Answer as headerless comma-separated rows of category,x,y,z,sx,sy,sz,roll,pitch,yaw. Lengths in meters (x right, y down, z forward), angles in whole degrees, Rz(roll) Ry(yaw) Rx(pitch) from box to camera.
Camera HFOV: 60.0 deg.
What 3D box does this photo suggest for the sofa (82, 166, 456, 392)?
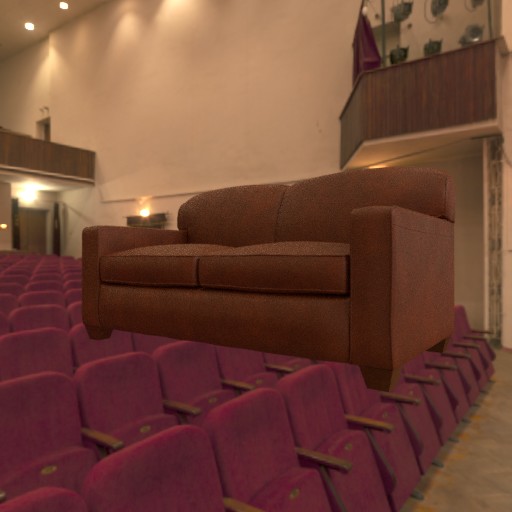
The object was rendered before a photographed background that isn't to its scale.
sofa,0.000,0.000,2.417,1.856,0.966,1.000,0,0,36
